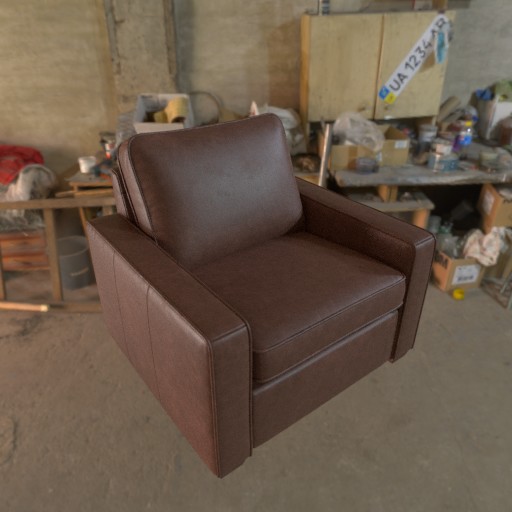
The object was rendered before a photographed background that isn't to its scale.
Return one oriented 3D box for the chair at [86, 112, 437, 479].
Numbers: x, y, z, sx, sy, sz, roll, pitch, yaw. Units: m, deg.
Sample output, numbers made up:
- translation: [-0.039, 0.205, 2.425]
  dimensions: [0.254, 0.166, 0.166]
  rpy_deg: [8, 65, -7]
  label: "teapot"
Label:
- translation: [0.000, 0.000, 1.725]
  dimensions: [1.017, 0.919, 0.940]
  rpy_deg: [-21, 36, -32]
  label: "chair"
